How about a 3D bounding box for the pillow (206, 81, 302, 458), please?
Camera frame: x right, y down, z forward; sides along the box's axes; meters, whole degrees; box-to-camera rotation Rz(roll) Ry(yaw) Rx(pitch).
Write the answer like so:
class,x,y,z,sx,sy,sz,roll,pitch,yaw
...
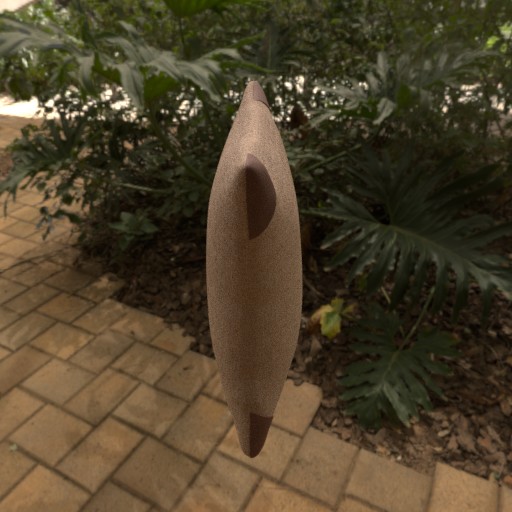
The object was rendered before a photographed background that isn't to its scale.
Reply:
class,x,y,z,sx,sy,sz,roll,pitch,yaw
pillow,0.000,0.000,0.690,0.147,0.448,0.437,0,31,0
